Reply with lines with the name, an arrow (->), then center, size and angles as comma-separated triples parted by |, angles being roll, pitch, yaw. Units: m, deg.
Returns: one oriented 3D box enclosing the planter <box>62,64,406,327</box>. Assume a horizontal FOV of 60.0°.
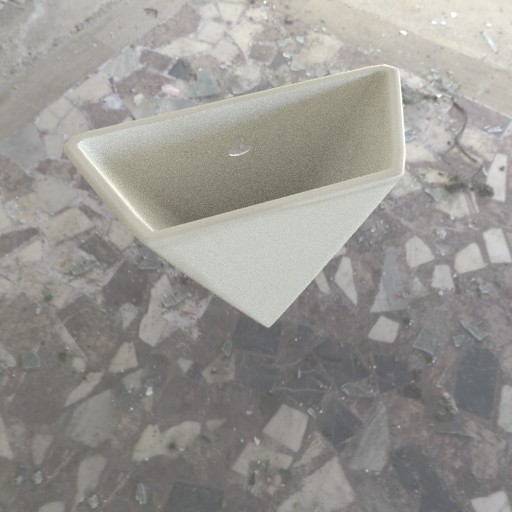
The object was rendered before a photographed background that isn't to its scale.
planter -> 0.000, 0.000, 0.267 | 0.150, 0.197, 0.060 | -16, 65, -8
